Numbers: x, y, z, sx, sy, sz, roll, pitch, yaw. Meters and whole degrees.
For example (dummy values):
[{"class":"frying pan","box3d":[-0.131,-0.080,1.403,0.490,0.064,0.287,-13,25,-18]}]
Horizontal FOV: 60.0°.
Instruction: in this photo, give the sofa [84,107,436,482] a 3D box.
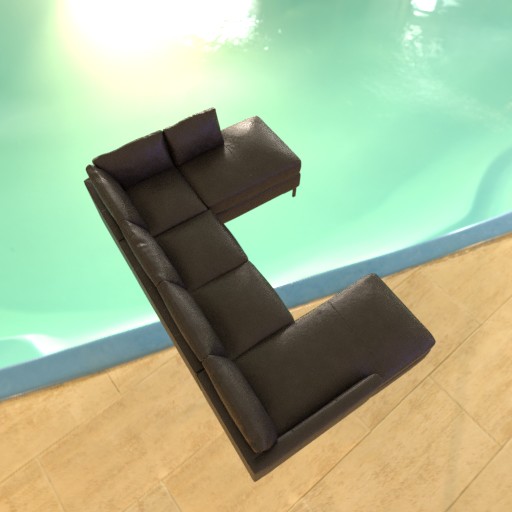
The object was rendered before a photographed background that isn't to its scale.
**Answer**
[{"class":"sofa","box3d":[0.000,0.000,3.880,1.939,0.900,2.956,-29,62,-17]}]
